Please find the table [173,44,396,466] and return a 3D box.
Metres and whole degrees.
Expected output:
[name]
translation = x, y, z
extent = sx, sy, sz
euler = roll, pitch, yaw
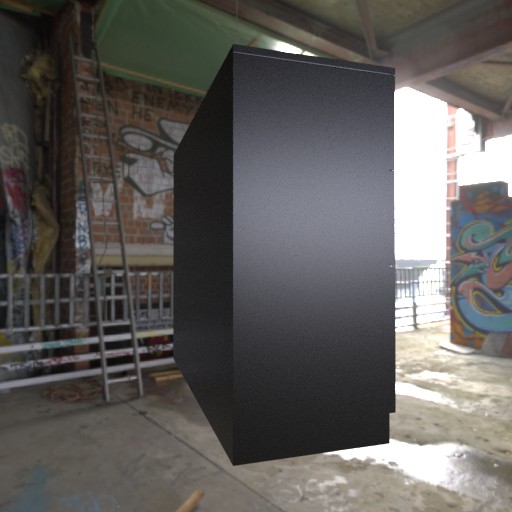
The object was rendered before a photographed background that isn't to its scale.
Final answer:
[table]
translation = 0.000, 0.000, 1.330
extent = 0.380, 0.790, 0.930
euler = 0, 0, -17
